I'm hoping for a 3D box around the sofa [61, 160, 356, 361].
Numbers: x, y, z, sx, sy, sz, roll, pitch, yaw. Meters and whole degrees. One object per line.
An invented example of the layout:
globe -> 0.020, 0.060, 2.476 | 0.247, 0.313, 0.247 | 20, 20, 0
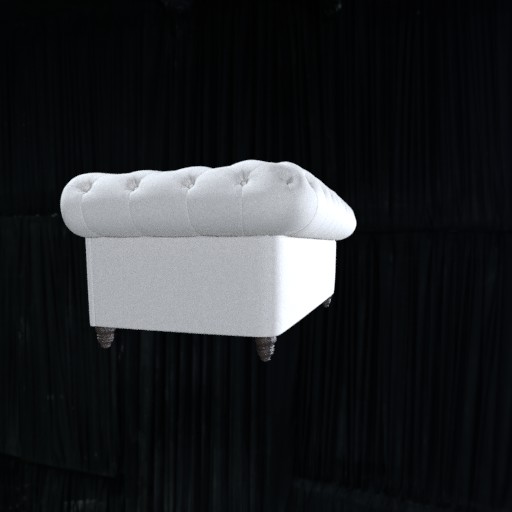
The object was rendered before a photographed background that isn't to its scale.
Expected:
sofa -> 0.000, 0.000, 2.509 | 0.986, 0.764, 1.998 | 0, 1, 17
